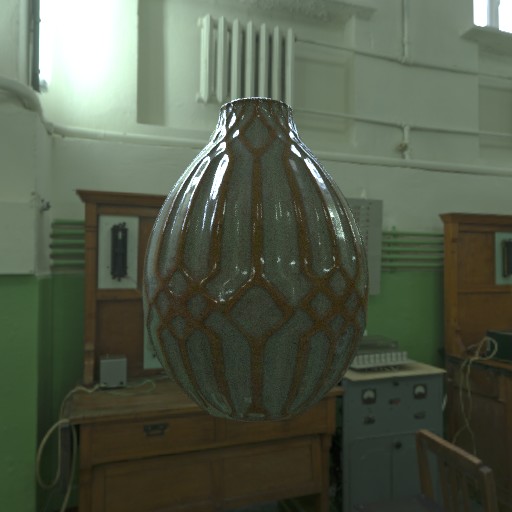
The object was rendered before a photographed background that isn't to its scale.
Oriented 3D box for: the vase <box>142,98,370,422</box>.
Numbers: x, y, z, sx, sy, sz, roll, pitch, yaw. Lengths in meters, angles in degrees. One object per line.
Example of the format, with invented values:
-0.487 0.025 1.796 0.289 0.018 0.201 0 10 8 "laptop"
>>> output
0.000 0.000 0.264 0.131 0.175 0.131 0 -1 0 "vase"
